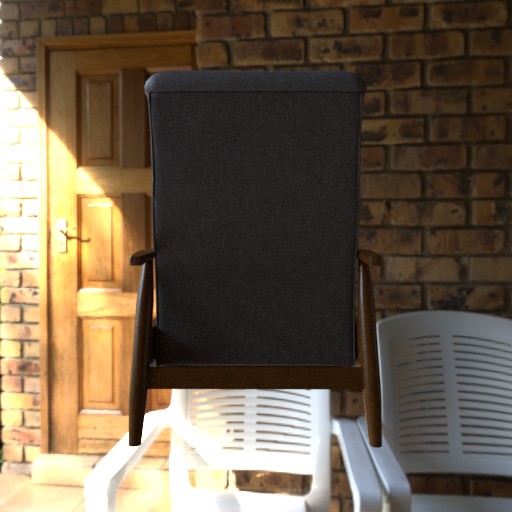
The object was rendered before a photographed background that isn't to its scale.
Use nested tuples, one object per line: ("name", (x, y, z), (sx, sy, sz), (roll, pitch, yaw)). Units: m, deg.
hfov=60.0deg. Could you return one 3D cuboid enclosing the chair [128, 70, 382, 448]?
("chair", (0.000, 0.000, 1.752), (0.762, 1.081, 1.014), (0, 1, 0))
